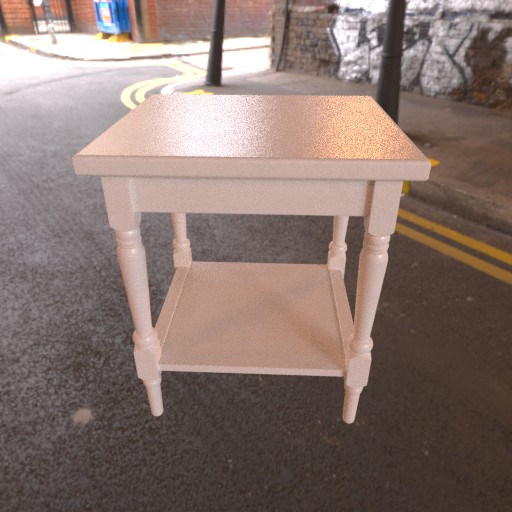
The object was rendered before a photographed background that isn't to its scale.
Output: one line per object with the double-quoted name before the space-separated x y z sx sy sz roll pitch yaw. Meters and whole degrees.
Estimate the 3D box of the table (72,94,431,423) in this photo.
"table" 0.000 0.000 0.930 0.488 0.565 0.442 1 31 2
